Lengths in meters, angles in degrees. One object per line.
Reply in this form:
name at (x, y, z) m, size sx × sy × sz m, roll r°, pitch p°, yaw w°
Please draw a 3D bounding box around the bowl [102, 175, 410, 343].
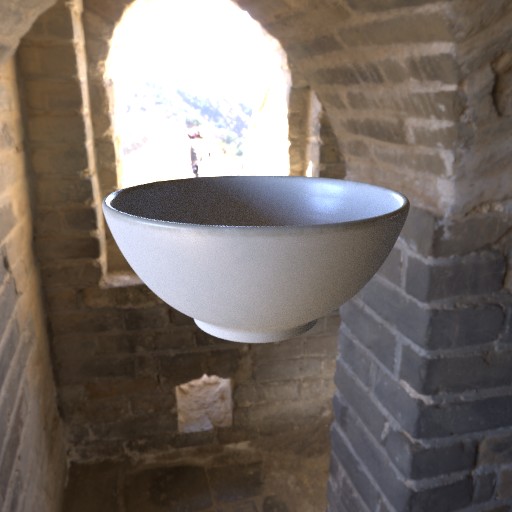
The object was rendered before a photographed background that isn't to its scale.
bowl at (0.000, 0.000, 0.423) m, size 0.268 × 0.121 × 0.268 m, roll 0°, pitch 17°, yaw 0°
